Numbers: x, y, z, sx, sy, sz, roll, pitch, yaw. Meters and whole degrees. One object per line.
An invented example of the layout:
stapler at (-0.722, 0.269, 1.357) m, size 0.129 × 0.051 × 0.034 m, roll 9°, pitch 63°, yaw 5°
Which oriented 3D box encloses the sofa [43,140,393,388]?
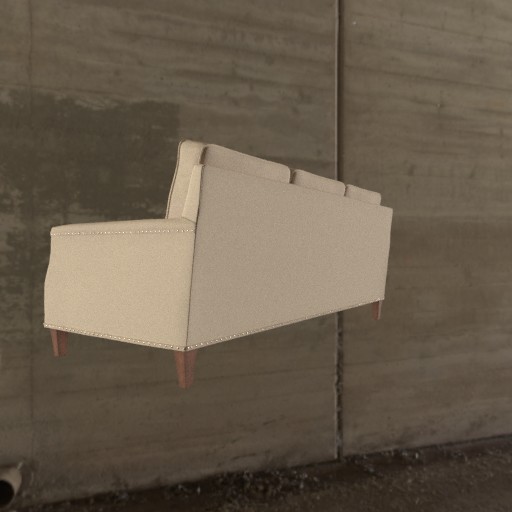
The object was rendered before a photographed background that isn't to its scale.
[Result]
sofa at (0.000, 0.000, 2.836) m, size 1.084 × 1.003 × 2.246 m, roll 1°, pitch 1°, yaw 35°
